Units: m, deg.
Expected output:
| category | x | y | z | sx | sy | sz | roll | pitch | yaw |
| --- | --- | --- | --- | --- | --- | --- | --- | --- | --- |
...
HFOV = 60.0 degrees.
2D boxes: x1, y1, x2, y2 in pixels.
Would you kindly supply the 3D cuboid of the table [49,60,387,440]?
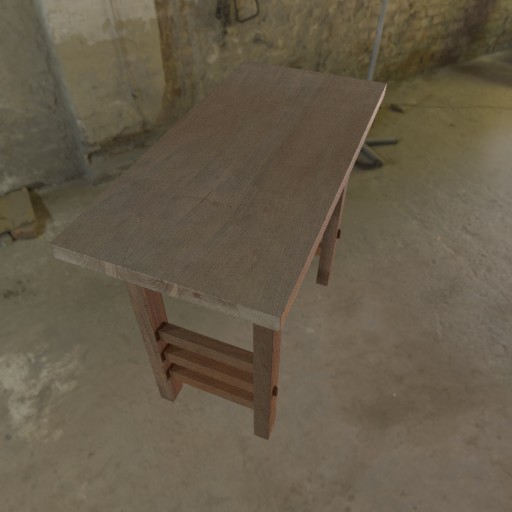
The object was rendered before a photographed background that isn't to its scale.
| category | x | y | z | sx | sy | sz | roll | pitch | yaw |
| --- | --- | --- | --- | --- | --- | --- | --- | --- | --- |
| table | 0.000 | 0.000 | 1.614 | 0.556 | 0.914 | 1.119 | 16 | 47 | 15 |
